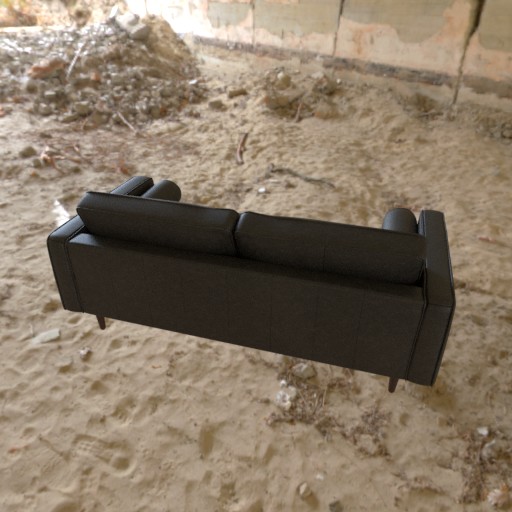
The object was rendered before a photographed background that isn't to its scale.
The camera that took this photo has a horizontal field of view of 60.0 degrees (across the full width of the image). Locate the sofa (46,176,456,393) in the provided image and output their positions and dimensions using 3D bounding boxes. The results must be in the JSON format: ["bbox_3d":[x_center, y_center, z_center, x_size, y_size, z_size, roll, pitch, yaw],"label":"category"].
[{"bbox_3d":[0.000,0.000,2.354,1.879,0.770,0.921,9,32,14],"label":"sofa"}]
